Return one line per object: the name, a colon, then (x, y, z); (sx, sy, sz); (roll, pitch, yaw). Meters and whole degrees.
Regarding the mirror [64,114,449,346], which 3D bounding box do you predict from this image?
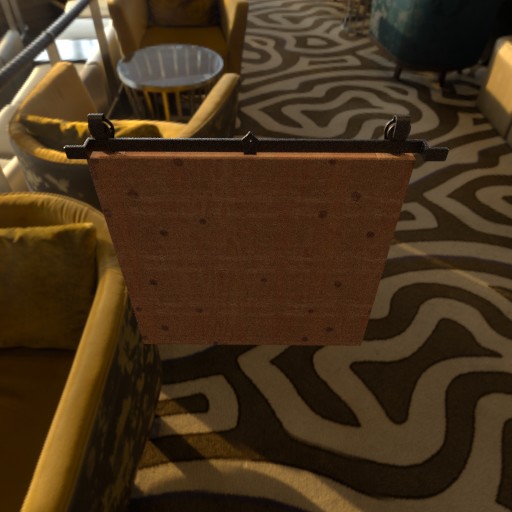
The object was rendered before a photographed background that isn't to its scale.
mirror: (0.000, 0.000, 1.185); (0.805, 0.800, 0.054); (0, 45, 0)
